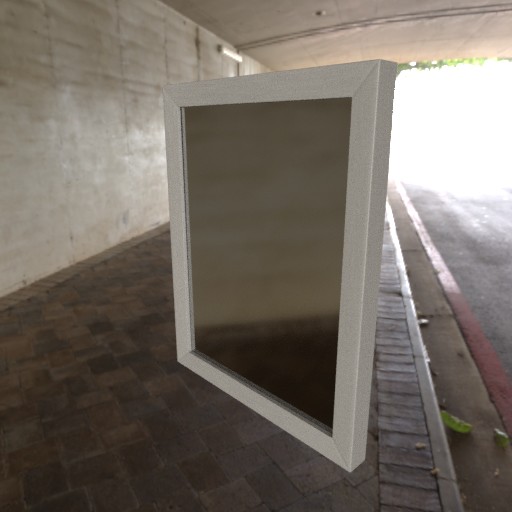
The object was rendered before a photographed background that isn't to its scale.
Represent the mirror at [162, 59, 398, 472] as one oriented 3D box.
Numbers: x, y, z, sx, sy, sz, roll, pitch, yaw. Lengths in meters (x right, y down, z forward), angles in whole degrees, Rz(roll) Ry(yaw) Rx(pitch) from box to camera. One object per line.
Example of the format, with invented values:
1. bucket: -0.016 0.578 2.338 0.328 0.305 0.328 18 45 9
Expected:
1. mirror: 0.000 0.000 0.673 0.041 0.508 0.405 -15 22 -42
